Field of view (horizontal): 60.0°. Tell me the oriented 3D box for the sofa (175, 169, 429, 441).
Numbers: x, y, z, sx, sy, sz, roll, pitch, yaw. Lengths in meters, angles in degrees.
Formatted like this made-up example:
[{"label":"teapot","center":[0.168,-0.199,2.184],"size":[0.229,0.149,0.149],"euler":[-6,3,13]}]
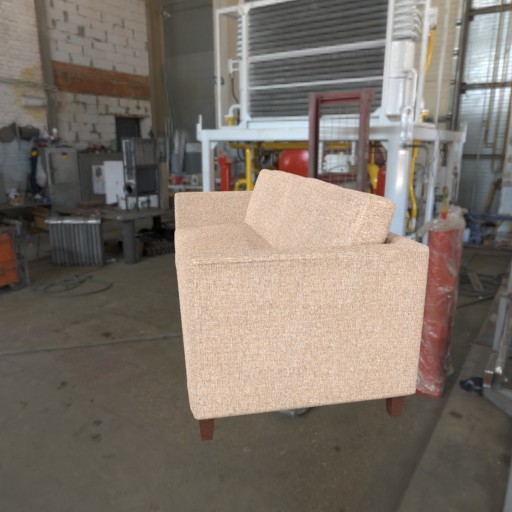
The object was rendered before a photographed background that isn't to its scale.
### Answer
[{"label":"sofa","center":[0.000,0.000,2.695],"size":[0.951,0.965,2.208],"euler":[-3,14,-11]}]
